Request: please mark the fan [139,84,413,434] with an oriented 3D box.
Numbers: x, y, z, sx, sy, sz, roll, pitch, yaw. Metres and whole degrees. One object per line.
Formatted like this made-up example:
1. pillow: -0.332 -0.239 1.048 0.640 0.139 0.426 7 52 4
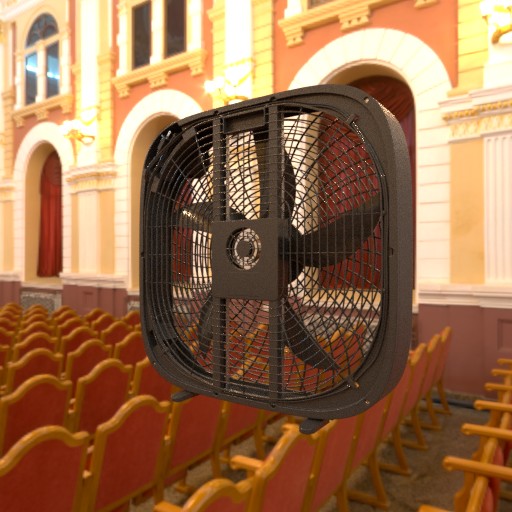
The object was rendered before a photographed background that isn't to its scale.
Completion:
1. fan: 0.000 0.000 0.792 0.526 0.533 0.142 0 -1 34
